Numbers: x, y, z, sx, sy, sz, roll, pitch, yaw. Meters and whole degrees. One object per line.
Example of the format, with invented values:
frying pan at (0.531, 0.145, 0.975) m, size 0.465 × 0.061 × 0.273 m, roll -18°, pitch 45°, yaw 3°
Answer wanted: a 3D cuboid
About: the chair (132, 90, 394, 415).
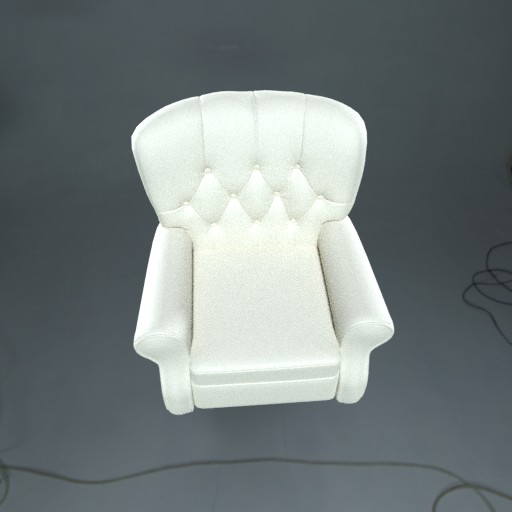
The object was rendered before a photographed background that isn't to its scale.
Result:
chair at (0.000, 0.000, 2.074) m, size 1.035 × 1.169 × 1.132 m, roll -3°, pitch 46°, yaw -3°
